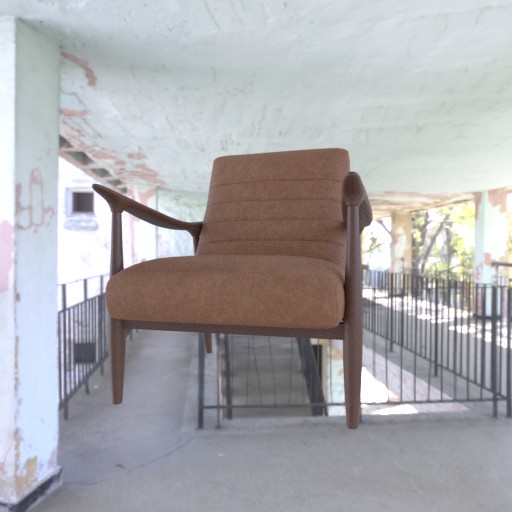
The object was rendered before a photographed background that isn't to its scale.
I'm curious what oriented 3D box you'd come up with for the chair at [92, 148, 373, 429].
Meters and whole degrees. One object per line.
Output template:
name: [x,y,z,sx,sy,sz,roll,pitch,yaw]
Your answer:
chair: [0.000,0.000,1.455,0.741,0.832,0.798,0,1,15]
